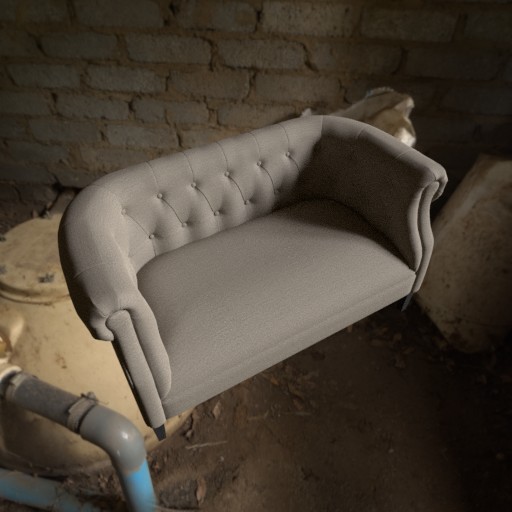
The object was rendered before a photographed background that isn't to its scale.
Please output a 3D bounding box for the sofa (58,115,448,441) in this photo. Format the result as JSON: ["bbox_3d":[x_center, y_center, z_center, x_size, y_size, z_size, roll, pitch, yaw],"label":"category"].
[{"bbox_3d":[0.000,0.000,2.025,1.558,0.827,0.835,-22,49,-21],"label":"sofa"}]
